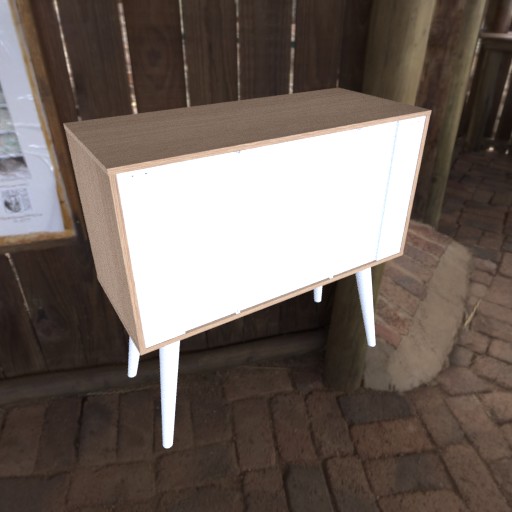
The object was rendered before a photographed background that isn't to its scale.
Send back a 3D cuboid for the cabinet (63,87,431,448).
[{"bbox_3d":[0.000,0.000,1.640,1.057,1.016,0.470,-18,35,-27],"label":"cabinet"}]
